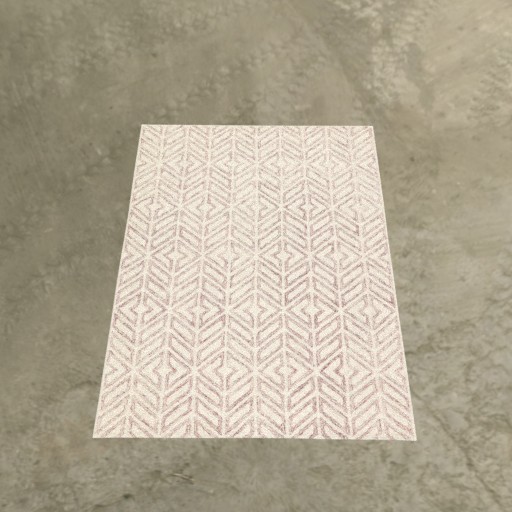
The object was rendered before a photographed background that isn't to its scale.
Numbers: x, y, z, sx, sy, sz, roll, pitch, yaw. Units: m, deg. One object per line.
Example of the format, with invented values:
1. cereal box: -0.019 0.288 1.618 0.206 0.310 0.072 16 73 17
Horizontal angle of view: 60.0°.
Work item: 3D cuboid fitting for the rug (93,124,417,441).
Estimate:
1. rug: 0.000 0.000 3.974 2.421 0.008 3.045 0 64 0
